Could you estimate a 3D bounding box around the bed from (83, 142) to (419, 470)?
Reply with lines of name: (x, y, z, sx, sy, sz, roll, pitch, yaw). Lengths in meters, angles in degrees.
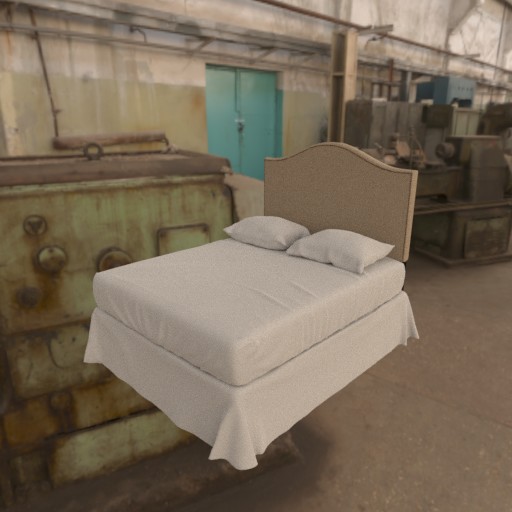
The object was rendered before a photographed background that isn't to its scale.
bed: (0.000, 0.000, 3.468, 1.876, 1.645, 2.221, 16, 24, 41)
